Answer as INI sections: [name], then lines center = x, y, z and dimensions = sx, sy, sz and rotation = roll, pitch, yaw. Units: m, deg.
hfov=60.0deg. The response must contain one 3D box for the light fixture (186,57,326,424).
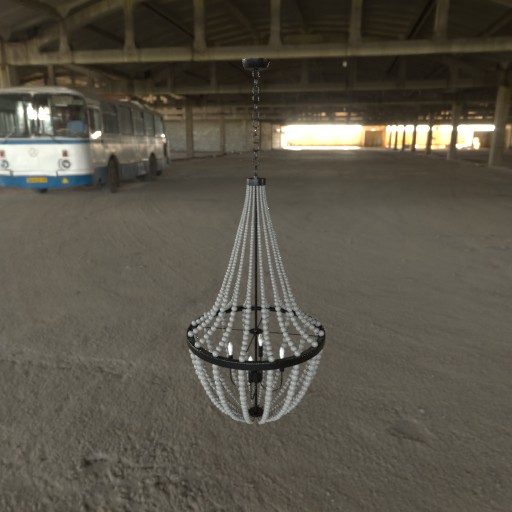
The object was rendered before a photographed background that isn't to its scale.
[light fixture]
center = 0.000, 0.000, 1.384
dimensions = 0.450, 1.133, 0.450
rotation = 0, 15, 0
